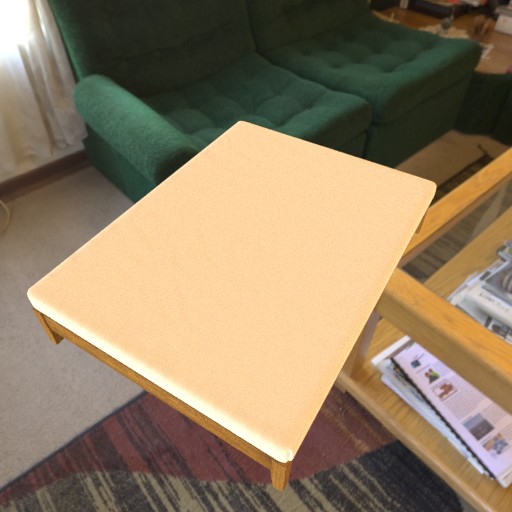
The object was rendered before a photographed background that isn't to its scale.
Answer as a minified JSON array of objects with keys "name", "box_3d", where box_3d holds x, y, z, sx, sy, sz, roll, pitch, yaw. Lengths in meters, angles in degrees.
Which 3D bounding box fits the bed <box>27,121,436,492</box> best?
[{"name":"bed","box_3d":[0.000,0.000,2.692,1.536,0.431,2.016,24,51,21]}]
